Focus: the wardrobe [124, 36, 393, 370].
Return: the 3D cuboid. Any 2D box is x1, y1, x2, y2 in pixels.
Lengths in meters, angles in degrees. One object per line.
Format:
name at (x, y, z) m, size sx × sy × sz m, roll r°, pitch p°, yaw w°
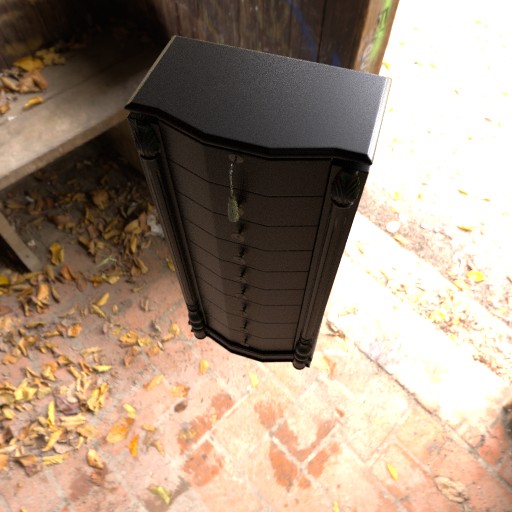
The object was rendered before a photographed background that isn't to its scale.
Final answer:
wardrobe at (0.000, 0.000, 1.186) m, size 0.444 × 1.011 × 0.295 m, roll 15°, pitch 60°, yaw 9°
